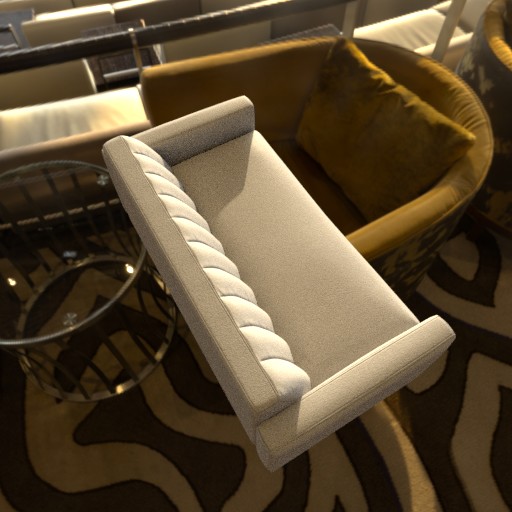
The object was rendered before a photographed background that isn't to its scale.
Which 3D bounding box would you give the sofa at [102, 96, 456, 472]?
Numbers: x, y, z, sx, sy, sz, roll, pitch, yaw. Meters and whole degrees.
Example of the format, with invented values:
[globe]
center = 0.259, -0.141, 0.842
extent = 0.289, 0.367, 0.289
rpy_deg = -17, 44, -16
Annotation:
[sofa]
center = 0.000, 0.000, 2.415
extent = 0.969, 0.814, 1.895
rpy_deg = -26, 61, -16
